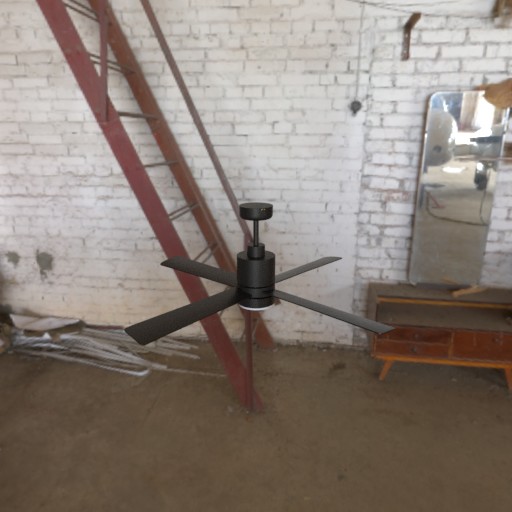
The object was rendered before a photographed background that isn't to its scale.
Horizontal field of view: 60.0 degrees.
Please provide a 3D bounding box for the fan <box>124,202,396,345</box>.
[{"bbox_3d":[0.000,0.000,2.312,1.525,0.534,1.525,15,22,41],"label":"fan"}]
